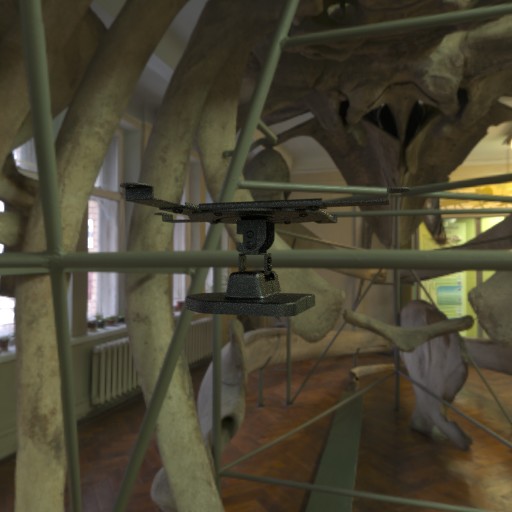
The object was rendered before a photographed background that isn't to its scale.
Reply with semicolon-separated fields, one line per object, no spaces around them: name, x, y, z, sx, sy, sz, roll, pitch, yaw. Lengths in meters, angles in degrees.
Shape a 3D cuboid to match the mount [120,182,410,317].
mount;0.000;0.000;0.602;0.394;0.141;0.394;0;-1;18
